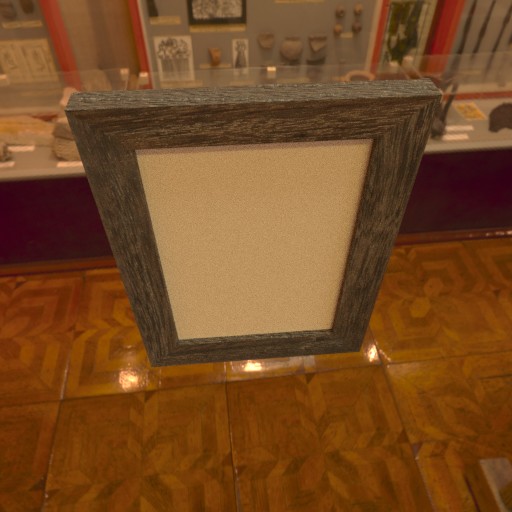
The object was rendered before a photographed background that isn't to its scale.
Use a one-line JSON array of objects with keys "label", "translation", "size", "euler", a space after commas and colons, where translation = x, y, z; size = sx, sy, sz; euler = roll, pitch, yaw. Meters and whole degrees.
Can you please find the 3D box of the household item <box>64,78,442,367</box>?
[{"label": "household item", "translation": [0.000, 0.000, 0.270], "size": [0.160, 0.210, 0.020], "euler": [-4, 47, -3]}]
